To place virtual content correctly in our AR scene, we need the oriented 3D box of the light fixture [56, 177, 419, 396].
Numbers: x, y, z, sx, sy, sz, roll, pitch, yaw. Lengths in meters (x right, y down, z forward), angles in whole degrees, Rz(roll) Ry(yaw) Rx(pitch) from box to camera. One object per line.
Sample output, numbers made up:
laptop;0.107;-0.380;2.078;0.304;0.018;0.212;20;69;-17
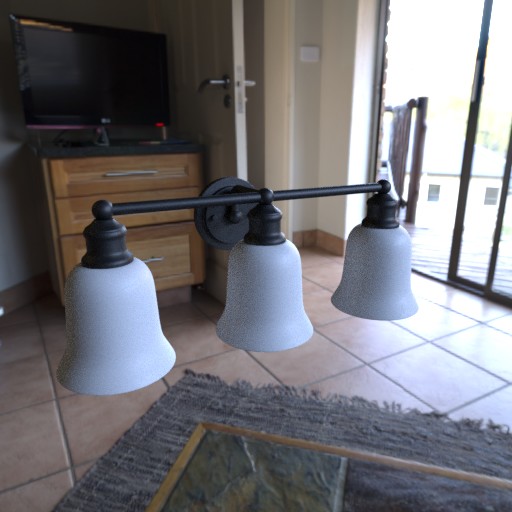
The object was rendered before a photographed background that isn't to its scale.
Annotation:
light fixture;0.000;0.000;0.652;0.570;0.211;0.198;-9;19;-26
